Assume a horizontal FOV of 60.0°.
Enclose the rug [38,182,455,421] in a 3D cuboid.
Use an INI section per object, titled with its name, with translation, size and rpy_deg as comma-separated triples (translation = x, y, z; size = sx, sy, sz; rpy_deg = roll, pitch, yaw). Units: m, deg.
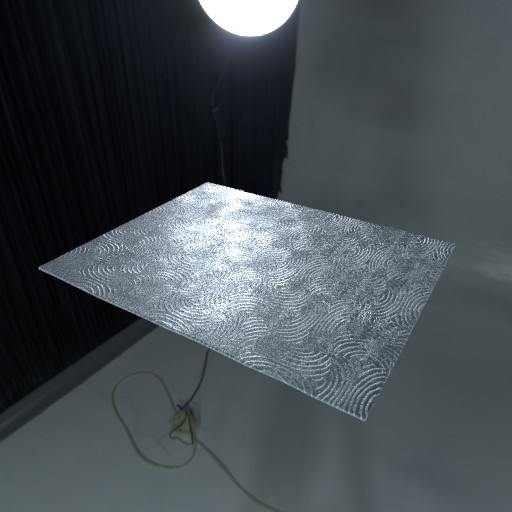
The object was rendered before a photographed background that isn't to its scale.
[rug]
translation = 0.000, 0.000, 4.124
size = 3.042, 0.021, 2.456
rpy_deg = 18, 35, 28
